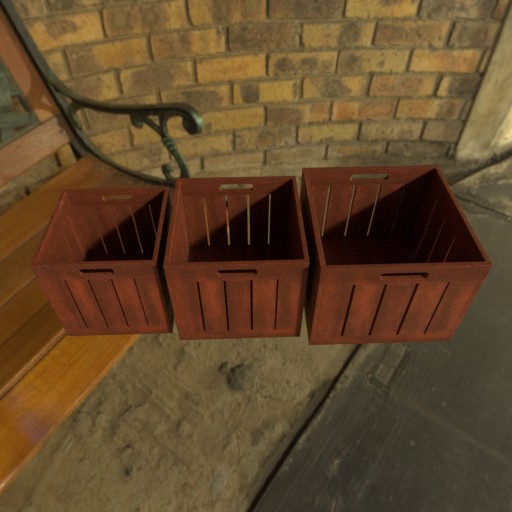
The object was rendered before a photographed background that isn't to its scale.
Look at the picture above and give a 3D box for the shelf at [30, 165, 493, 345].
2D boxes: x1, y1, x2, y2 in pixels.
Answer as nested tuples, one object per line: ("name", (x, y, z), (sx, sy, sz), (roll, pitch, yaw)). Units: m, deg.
("shelf", (0.000, 0.000, 1.242), (1.064, 0.311, 0.393), (-1, 46, -1))
